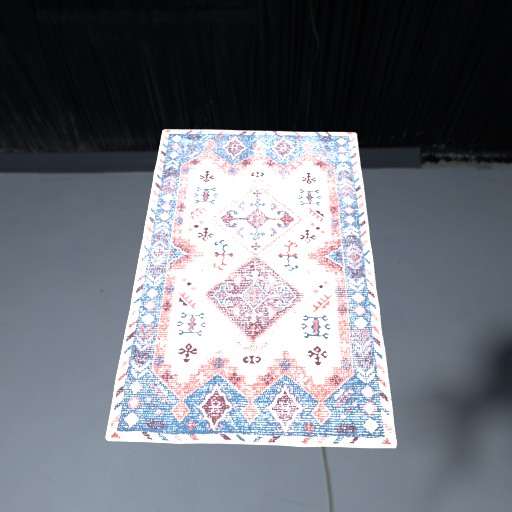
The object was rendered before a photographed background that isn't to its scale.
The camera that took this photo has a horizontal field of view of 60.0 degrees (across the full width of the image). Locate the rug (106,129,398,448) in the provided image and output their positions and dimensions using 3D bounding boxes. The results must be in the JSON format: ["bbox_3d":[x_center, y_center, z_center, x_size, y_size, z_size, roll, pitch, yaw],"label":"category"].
[{"bbox_3d":[0.000,0.000,2.318,1.225,0.015,1.840,1,59,1],"label":"rug"}]
